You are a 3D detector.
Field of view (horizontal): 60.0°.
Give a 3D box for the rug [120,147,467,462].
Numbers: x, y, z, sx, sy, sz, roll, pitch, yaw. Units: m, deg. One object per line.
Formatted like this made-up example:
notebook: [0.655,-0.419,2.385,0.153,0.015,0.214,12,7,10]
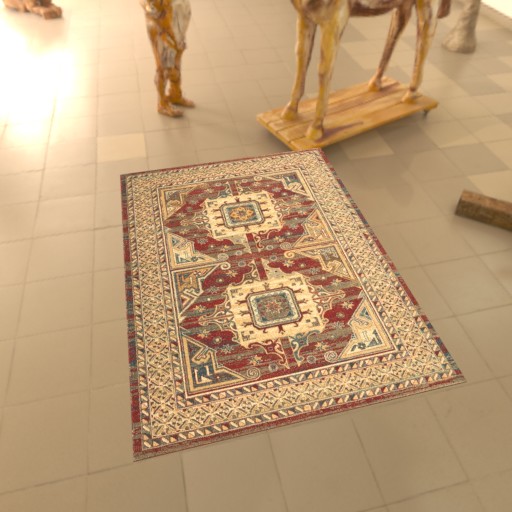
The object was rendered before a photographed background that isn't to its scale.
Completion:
rug: [0.000,0.000,4.106,2.381,0.013,3.197,-10,47,-9]
